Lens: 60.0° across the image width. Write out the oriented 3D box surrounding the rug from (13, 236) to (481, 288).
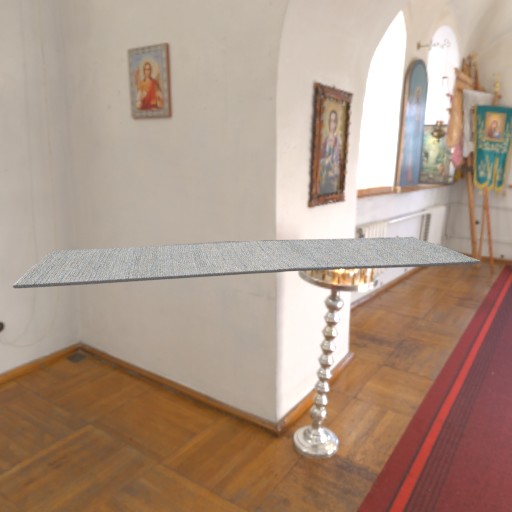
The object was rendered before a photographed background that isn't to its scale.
[{"bbox_3d":[0.000,0.000,2.499,2.341,0.037,0.675,-3,14,-10],"label":"rug"}]
